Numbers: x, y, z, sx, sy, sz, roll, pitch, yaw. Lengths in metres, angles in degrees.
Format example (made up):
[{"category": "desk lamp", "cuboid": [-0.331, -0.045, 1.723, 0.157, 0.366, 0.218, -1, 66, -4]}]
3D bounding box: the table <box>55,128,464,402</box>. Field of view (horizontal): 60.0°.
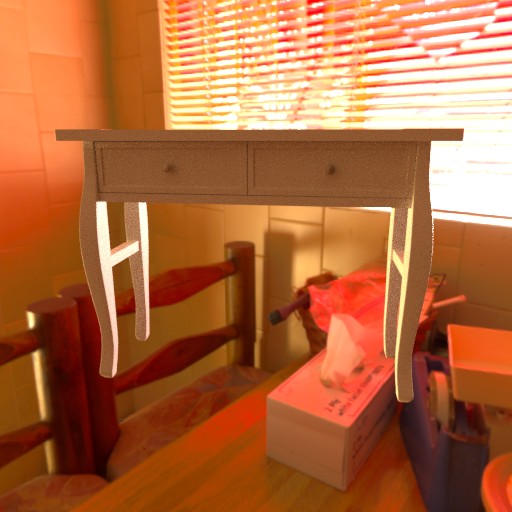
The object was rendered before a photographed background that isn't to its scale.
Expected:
[{"category": "table", "cuboid": [0.000, 0.000, 1.404, 1.062, 0.768, 0.373, 2, 15, 8]}]
